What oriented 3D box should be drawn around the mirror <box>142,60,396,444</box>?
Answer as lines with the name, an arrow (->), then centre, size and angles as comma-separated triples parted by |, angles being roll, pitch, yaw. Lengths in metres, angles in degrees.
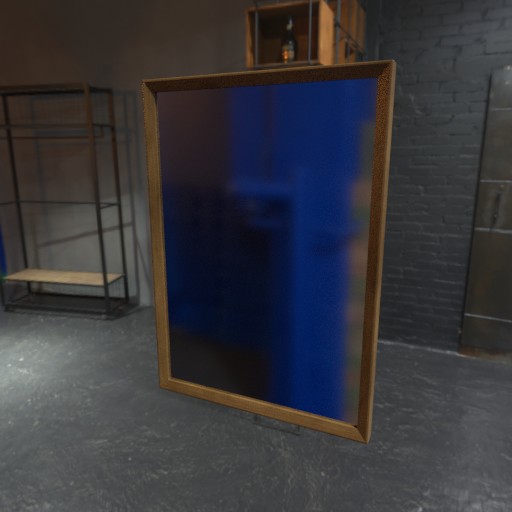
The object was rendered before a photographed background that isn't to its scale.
mirror -> 0.000, 0.000, 0.918 | 0.508, 0.711, 0.039 | 6, 15, 24
